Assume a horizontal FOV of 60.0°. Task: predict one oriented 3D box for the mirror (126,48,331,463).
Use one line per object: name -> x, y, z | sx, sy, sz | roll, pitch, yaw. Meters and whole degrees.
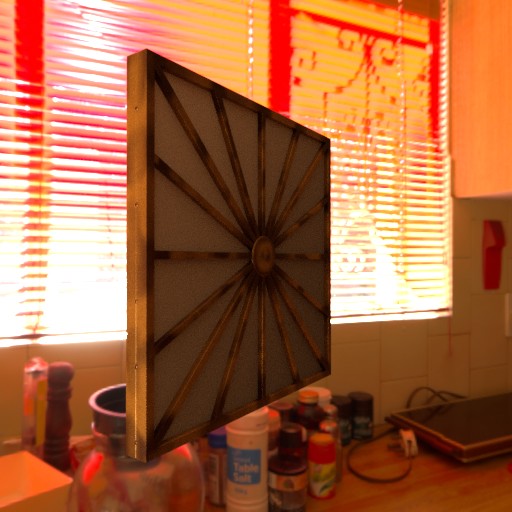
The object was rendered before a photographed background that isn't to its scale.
mirror -> 0.000, 0.000, 0.758 | 0.042, 0.507, 0.509 | 0, 0, 36
